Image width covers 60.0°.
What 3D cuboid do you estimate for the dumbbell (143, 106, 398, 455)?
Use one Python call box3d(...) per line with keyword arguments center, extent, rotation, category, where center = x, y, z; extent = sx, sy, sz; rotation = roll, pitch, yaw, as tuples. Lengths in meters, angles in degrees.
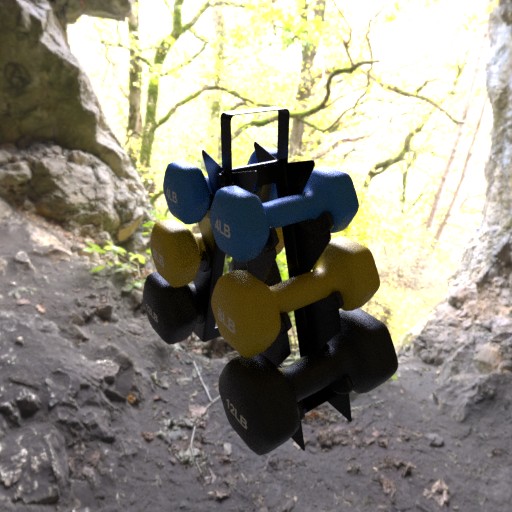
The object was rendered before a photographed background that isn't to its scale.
box3d(center=(0.000, 0.000, 0.674), extent=(0.255, 0.426, 0.409), rotation=(-17, 31, -30), category="dumbbell")
